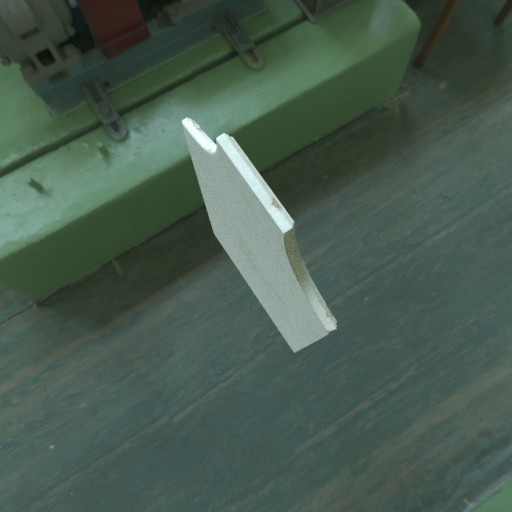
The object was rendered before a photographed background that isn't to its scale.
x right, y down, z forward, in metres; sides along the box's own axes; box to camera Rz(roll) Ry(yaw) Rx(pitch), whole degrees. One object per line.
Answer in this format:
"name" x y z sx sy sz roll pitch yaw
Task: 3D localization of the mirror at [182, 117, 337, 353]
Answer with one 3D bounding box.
"mirror" 0.000 0.000 0.884 0.022 0.717 0.403 -33 78 -8
